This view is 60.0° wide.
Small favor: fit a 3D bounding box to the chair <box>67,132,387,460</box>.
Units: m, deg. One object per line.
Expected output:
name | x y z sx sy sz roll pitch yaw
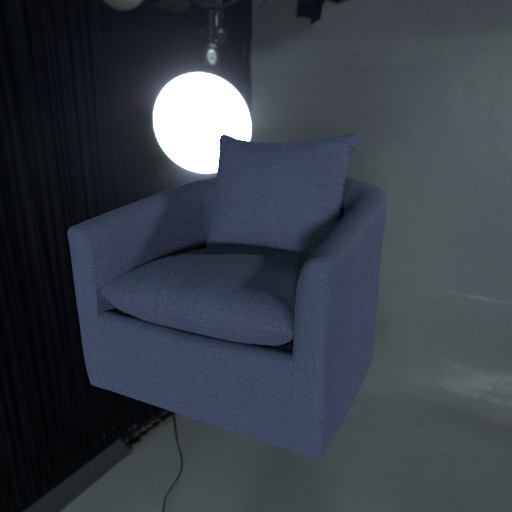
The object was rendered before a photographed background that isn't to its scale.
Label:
chair | 0.000 0.000 1.578 0.845 0.848 0.910 7 17 26
